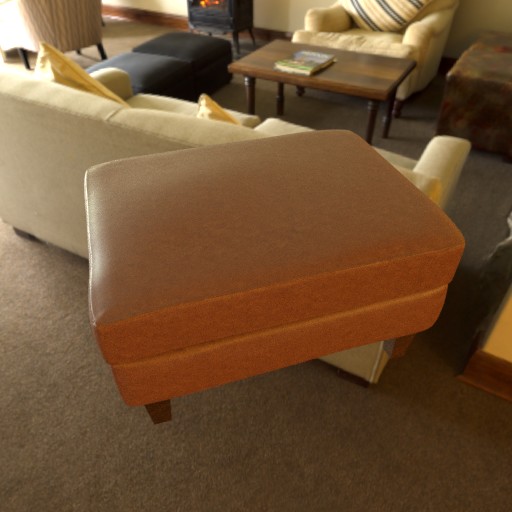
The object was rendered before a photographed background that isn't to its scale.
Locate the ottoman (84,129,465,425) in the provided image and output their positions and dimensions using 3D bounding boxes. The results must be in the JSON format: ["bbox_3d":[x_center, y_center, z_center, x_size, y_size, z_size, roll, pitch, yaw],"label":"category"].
[{"bbox_3d":[0.000,0.000,1.261,0.851,0.485,0.650,-11,42,-13],"label":"ottoman"}]
